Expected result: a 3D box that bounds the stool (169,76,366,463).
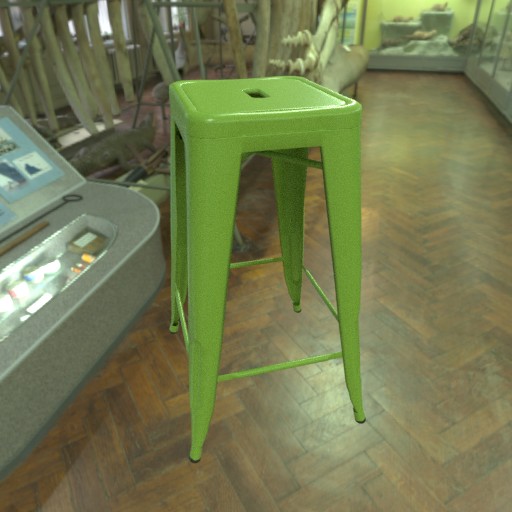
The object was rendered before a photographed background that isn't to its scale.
[{"bbox_3d":[0.000,0.000,0.860,0.358,0.609,0.398,-8,31,-13],"label":"stool"}]
